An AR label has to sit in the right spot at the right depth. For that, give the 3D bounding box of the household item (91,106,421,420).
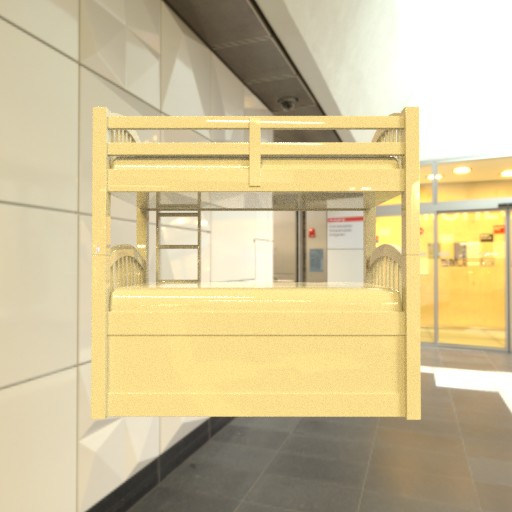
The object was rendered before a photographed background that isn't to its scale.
[{"bbox_3d":[0.000,0.000,3.313,2.032,2.032,1.143,0,-1,0],"label":"household item"}]
